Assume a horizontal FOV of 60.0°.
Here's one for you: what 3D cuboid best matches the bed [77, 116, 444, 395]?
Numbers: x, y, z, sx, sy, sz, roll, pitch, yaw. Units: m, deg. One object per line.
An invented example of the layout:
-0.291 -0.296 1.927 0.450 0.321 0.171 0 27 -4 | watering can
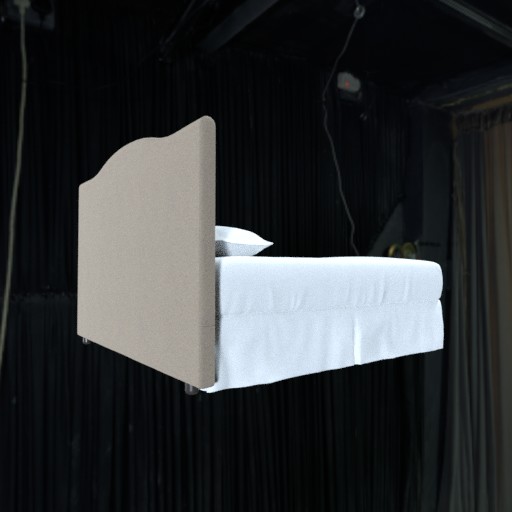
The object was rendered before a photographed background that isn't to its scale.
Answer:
0.000 0.000 3.513 2.182 1.421 2.083 1 -2 -36 | bed
